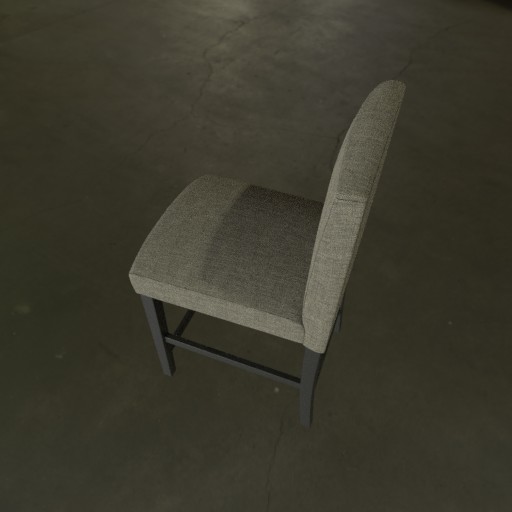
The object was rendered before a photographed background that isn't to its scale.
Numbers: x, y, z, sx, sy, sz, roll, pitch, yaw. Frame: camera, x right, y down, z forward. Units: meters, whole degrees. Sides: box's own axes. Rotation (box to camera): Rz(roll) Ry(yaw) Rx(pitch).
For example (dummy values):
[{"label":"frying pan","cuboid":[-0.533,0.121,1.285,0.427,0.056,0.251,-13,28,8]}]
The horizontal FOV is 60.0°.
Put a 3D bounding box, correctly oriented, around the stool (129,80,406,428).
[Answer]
[{"label":"stool","cuboid":[0.000,0.000,1.231,0.552,0.966,0.451,16,48,14]}]
